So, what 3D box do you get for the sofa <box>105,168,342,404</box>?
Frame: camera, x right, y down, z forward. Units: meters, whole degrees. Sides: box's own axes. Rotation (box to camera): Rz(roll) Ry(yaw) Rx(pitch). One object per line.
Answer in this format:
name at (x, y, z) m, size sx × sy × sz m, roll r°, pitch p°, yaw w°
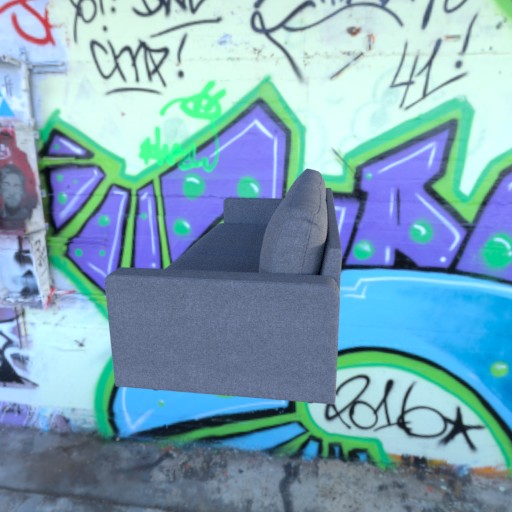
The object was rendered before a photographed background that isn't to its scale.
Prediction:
sofa at (0.000, 0.000, 2.576) m, size 0.880 × 0.880 × 2.100 m, roll 2°, pitch 15°, yaw 8°
